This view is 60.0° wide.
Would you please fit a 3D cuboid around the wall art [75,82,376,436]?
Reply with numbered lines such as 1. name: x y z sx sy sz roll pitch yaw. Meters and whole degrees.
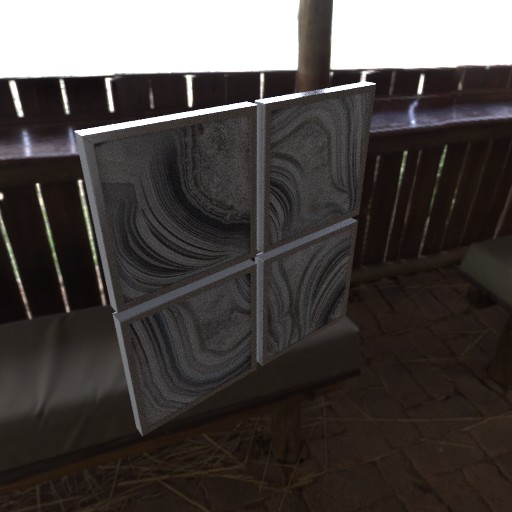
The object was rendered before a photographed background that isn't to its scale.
1. wall art: 0.000 0.000 0.915 0.611 0.611 0.029 -22 37 -32
